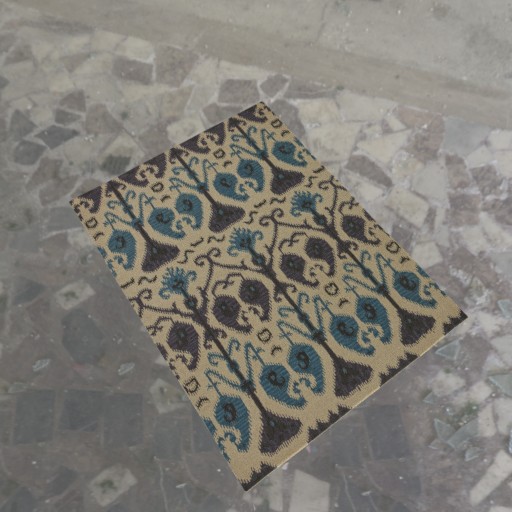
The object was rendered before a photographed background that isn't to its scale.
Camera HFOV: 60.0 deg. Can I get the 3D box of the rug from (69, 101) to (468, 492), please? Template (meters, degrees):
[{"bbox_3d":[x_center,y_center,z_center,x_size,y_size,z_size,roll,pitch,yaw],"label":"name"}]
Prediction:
[{"bbox_3d":[0.000,0.000,4.276,2.443,0.024,3.228,-32,68,-15],"label":"rug"}]
